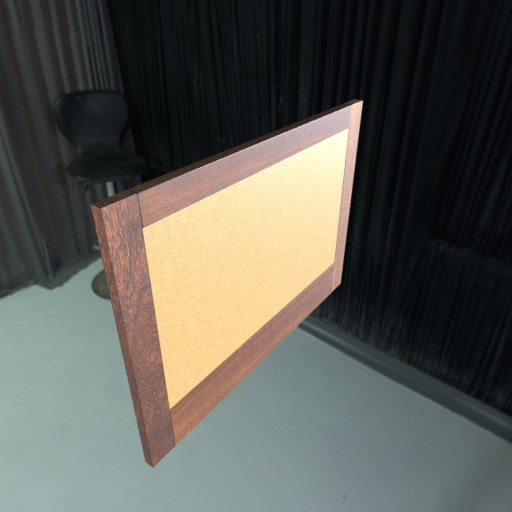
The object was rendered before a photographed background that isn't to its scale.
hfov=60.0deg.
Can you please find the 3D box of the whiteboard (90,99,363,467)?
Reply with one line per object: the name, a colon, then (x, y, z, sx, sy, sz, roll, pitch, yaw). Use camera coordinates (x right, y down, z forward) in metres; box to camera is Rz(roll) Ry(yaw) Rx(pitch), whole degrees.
whiteboard: (0.000, 0.000, 1.009, 0.083, 0.559, 0.783, 21, 37, 31)
